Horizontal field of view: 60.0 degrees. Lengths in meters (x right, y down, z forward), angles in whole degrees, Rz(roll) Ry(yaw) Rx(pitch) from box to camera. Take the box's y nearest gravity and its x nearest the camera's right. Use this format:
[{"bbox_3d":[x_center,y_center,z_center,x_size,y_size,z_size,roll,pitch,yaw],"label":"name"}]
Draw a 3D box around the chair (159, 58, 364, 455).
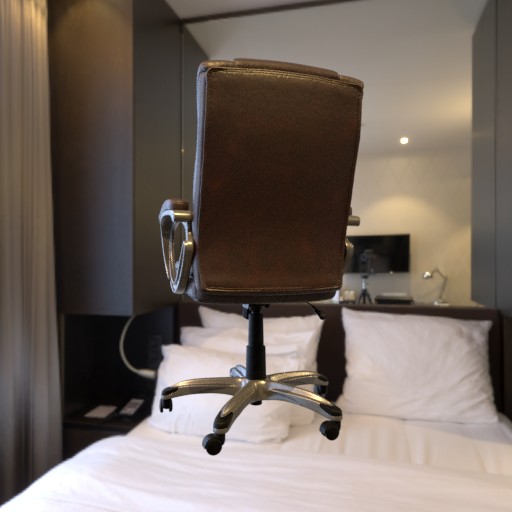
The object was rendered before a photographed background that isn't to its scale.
[{"bbox_3d":[0.000,0.000,1.580,0.656,1.128,0.692,0,0,-16],"label":"chair"}]
